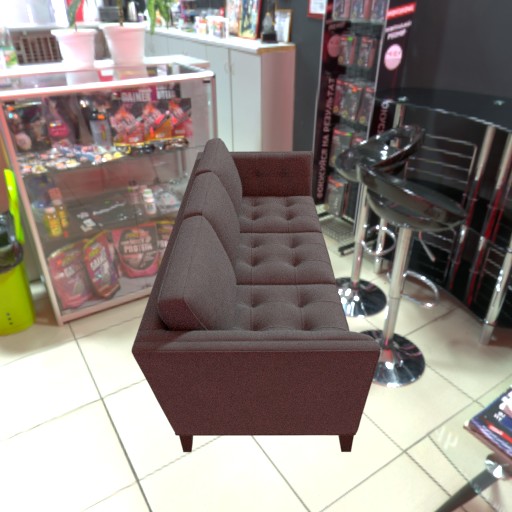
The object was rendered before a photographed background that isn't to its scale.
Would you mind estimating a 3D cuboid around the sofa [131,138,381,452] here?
[{"bbox_3d":[0.000,0.000,2.861,0.965,0.940,2.387,0,31,0],"label":"sofa"}]
